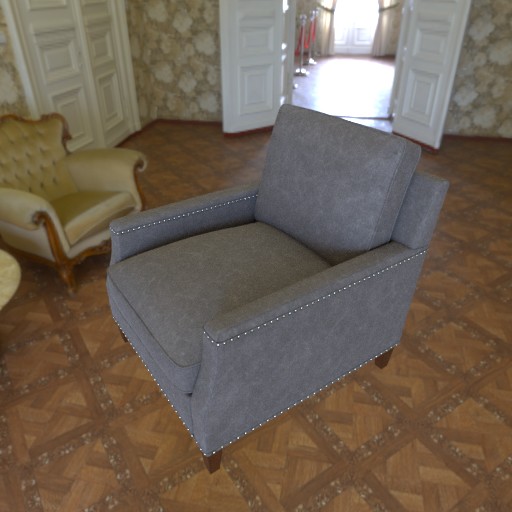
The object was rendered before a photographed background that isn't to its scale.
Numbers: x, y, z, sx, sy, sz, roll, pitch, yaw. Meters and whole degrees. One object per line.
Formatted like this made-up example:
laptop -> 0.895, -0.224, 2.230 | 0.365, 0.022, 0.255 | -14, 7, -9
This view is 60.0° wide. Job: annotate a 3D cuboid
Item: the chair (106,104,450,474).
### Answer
chair -> 0.000, 0.000, 1.700 | 1.014, 0.948, 0.853 | -20, 36, -29
